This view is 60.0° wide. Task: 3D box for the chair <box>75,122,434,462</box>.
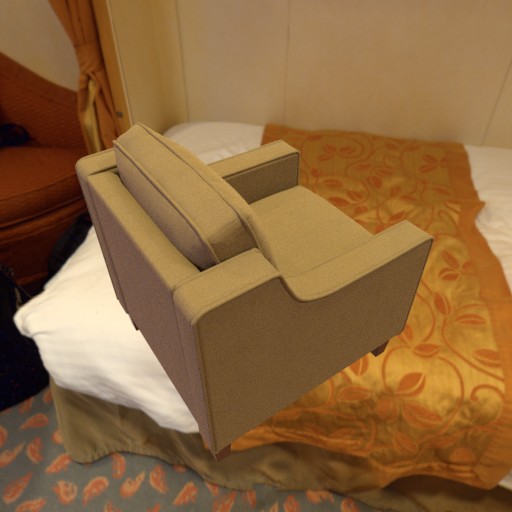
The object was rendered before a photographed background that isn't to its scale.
[{"bbox_3d":[0.000,0.000,1.639,0.909,0.960,0.831,-25,47,-25],"label":"chair"}]
